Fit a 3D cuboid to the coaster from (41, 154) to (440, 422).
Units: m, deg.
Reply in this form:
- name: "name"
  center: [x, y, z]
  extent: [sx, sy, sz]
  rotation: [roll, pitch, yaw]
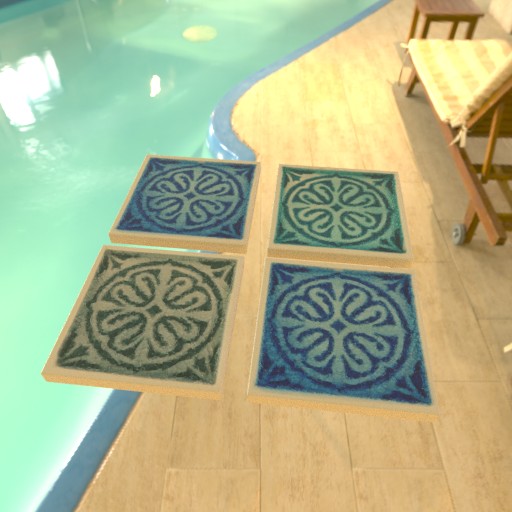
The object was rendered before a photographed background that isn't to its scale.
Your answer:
- name: "coaster"
  center: [0.000, 0.000, 0.316]
  extent: [0.219, 0.010, 0.214]
  rotation: [5, 47, 4]
